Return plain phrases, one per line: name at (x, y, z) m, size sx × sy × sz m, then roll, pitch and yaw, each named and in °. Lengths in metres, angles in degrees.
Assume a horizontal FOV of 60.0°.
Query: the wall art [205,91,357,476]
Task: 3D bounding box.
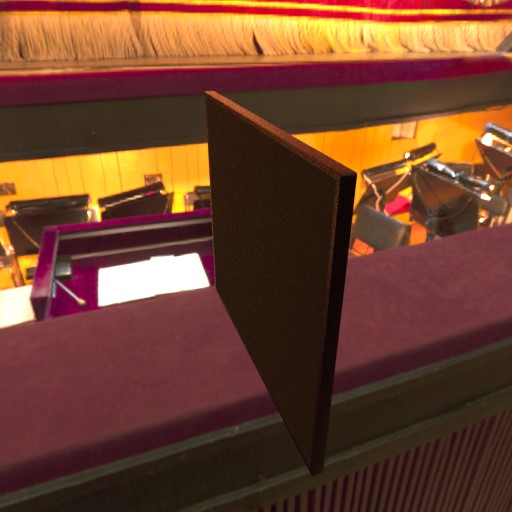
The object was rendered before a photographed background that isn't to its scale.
wall art at (0.000, 0.000, 0.743) m, size 0.018 × 0.450 × 0.521 m, roll -10°, pitch 31°, yaw -17°
